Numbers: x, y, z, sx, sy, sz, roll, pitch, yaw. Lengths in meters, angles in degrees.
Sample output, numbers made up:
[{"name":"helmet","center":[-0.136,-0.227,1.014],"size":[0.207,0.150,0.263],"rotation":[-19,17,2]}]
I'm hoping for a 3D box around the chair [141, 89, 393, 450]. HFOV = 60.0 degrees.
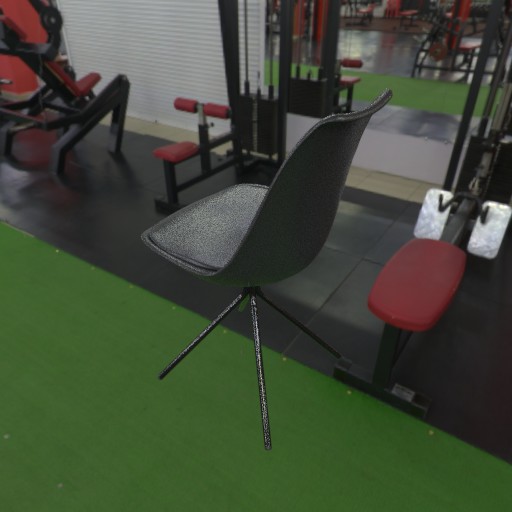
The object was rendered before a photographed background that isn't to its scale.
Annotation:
[{"name":"chair","center":[0.000,0.000,1.149],"size":[0.525,0.850,0.461],"rotation":[22,39,30]}]
